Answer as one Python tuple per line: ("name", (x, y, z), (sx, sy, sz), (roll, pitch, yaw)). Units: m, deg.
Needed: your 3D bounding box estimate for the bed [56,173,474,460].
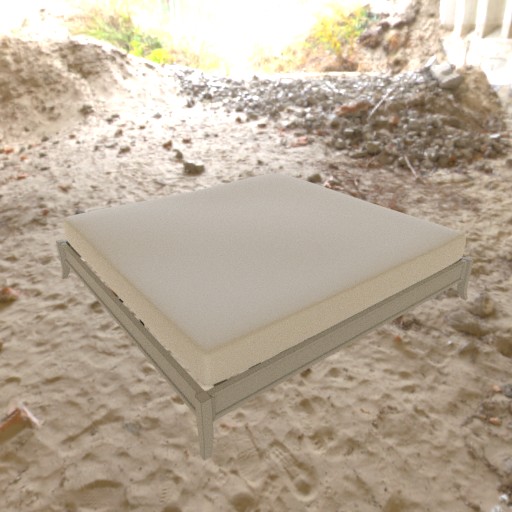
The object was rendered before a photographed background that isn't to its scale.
("bed", (0.000, 0.000, 3.049), (2.108, 0.510, 2.007), (-19, 32, -33))
